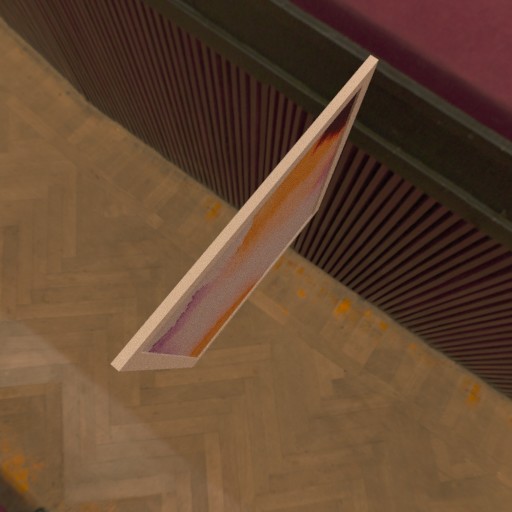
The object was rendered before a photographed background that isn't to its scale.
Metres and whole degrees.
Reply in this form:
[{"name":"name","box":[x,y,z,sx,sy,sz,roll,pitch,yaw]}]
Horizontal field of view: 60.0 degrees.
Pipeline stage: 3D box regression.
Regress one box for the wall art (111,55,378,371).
[{"name":"wall art","box":[0.000,0.000,0.783,0.012,0.557,0.482,37,79,8]}]
